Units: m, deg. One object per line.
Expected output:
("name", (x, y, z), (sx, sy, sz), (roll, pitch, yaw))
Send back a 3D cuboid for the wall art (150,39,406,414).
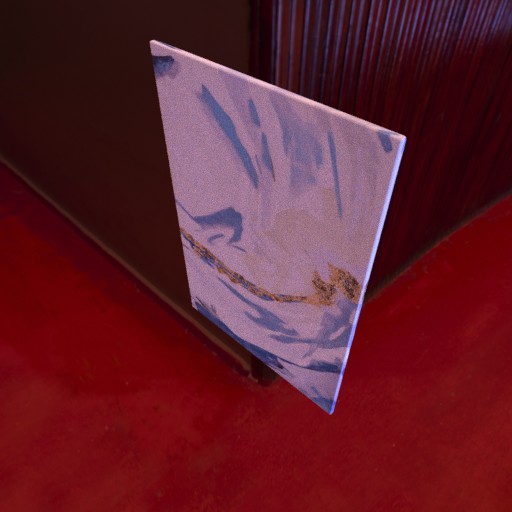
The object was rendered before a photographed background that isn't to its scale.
("wall art", (0.000, 0.000, 1.137), (0.610, 0.914, 0.016), (33, 54, 28))
